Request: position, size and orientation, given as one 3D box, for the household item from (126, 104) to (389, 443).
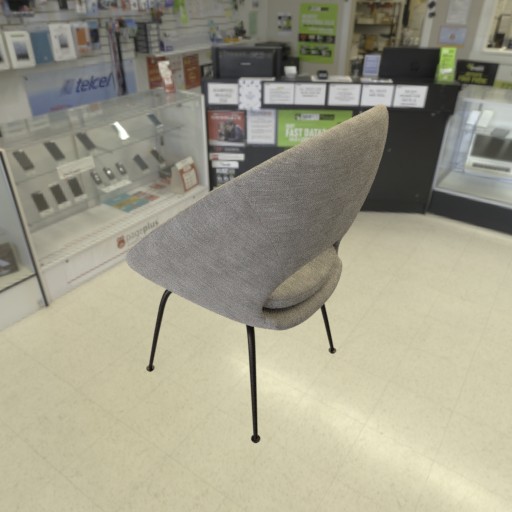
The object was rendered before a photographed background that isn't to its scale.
[{"bbox_3d":[0.000,0.000,1.258,0.587,0.869,0.643,22,38,31],"label":"household item"}]
